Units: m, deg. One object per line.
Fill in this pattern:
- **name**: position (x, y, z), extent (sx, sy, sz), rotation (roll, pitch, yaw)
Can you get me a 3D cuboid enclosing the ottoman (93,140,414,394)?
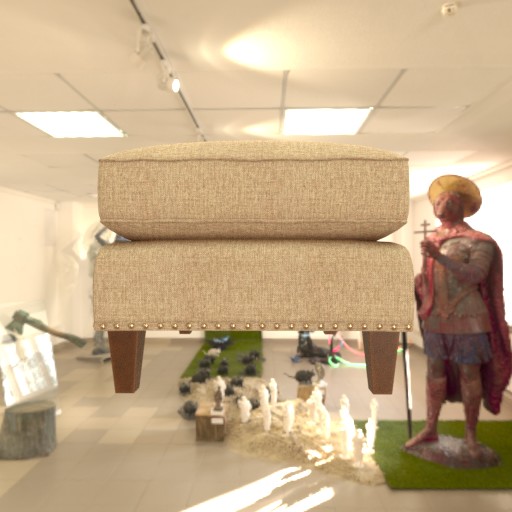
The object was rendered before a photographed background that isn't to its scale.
- **ottoman**: position (0.000, 0.000, 1.155), extent (0.584, 0.513, 0.741), rotation (0, 0, 1)
